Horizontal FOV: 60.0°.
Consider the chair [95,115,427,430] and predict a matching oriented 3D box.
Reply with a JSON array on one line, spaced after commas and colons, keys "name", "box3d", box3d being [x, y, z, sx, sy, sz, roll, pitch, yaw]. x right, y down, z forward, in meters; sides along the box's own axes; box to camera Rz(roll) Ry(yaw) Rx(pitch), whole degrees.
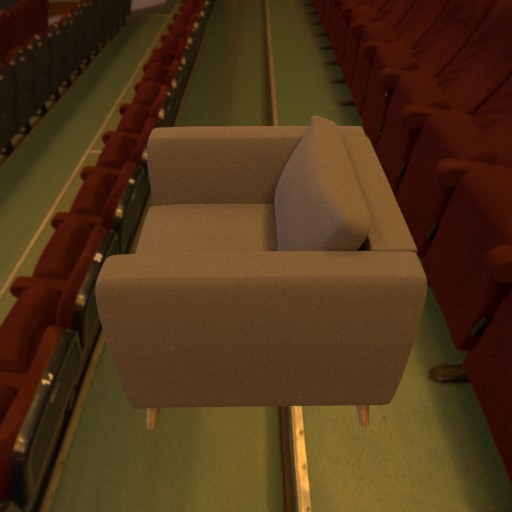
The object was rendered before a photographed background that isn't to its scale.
[{"name": "chair", "box3d": [0.000, 0.000, 1.714, 0.930, 0.860, 1.000, 0, 41, 0]}]
